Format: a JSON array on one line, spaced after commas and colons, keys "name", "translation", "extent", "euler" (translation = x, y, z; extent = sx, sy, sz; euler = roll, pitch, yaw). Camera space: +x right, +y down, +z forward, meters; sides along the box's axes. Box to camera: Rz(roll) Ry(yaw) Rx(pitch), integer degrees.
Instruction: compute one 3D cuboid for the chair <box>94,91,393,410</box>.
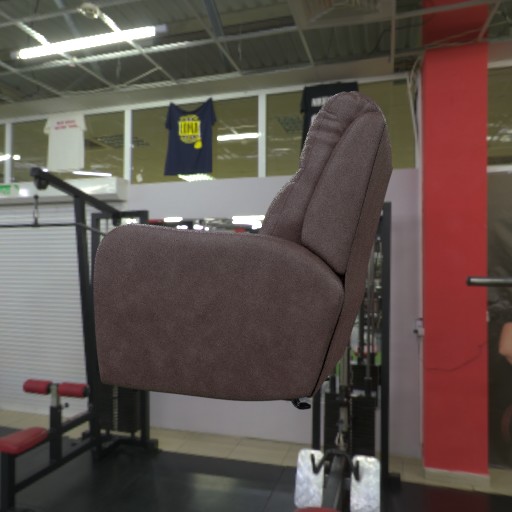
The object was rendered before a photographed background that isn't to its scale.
[{"name": "chair", "translation": [0.000, 0.000, 1.831], "extent": [1.067, 1.067, 0.865], "euler": [0, -1, 19]}]
